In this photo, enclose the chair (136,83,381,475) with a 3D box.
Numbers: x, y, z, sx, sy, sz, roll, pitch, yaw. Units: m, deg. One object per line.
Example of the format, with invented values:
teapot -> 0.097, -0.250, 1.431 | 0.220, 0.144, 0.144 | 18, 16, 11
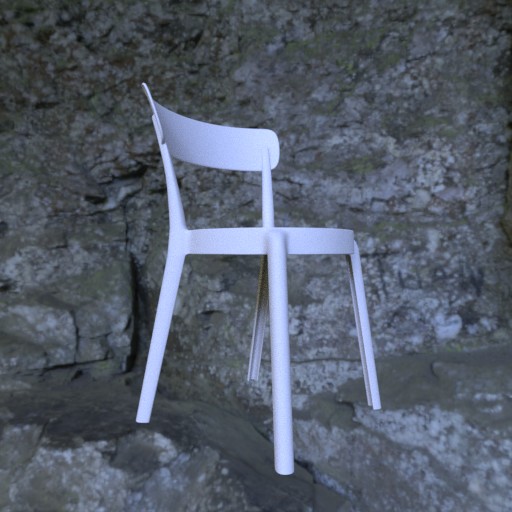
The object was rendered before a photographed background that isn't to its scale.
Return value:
chair -> 0.000, 0.000, 1.118 | 0.491, 0.790, 0.506 | 0, 1, 37
